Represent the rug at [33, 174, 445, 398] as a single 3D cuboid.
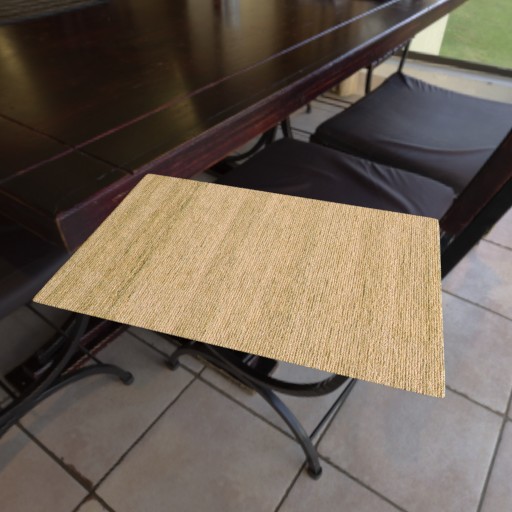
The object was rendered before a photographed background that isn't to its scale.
[{"bbox_3d":[0.000,0.000,2.204,1.758,0.010,1.143,11,42,12],"label":"rug"}]
